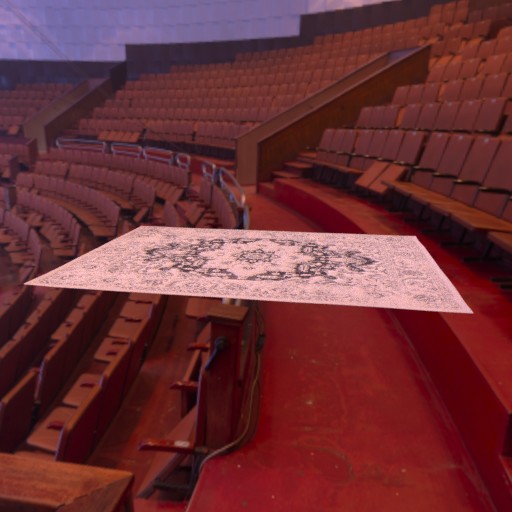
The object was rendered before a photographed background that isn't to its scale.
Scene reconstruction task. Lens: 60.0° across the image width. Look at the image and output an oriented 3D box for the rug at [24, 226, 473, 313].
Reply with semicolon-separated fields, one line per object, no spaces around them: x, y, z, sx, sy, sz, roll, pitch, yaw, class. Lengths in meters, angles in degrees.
0.000;0.000;2.324;1.813;0.008;1.223;3;16;9;rug
